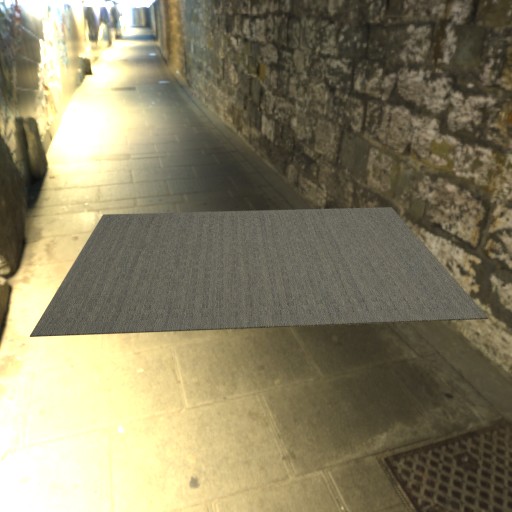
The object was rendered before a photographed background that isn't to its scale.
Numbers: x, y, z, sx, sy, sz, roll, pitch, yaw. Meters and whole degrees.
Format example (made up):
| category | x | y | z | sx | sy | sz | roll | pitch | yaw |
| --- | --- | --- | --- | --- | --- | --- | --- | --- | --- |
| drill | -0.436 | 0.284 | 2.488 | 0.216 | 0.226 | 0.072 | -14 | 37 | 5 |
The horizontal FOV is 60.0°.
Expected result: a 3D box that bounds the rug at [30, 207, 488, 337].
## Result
| category | x | y | z | sx | sy | sz | roll | pitch | yaw |
| --- | --- | --- | --- | --- | --- | --- | --- | --- | --- |
| rug | 0.000 | 0.000 | 2.189 | 1.752 | 0.006 | 1.142 | -2 | 29 | -3 |
